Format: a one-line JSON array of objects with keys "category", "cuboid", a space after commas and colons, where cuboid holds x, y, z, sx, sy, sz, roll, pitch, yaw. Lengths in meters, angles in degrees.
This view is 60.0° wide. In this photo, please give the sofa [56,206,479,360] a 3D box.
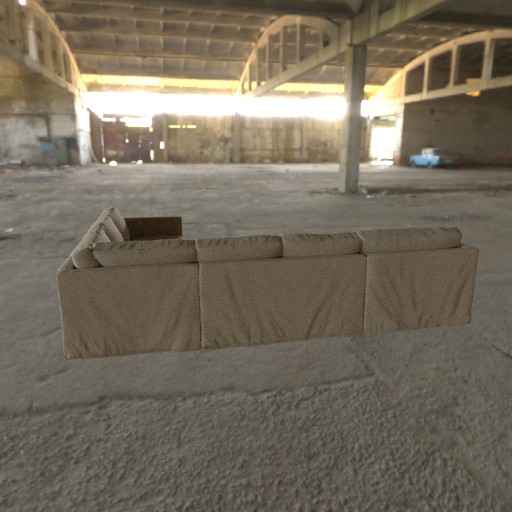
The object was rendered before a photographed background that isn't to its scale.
[{"category": "sofa", "cuboid": [0.000, 0.000, 4.707, 3.528, 0.878, 2.476, -3, 14, -12]}]
